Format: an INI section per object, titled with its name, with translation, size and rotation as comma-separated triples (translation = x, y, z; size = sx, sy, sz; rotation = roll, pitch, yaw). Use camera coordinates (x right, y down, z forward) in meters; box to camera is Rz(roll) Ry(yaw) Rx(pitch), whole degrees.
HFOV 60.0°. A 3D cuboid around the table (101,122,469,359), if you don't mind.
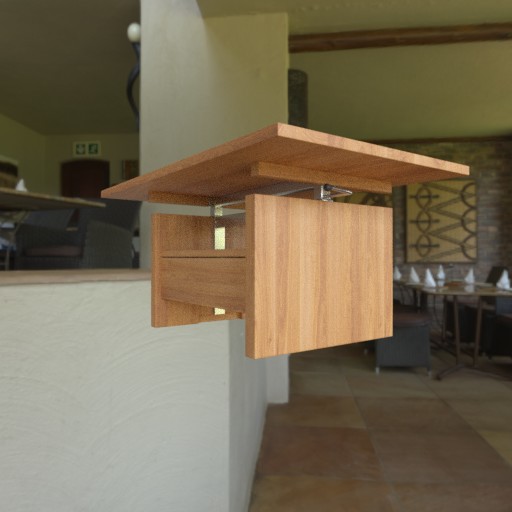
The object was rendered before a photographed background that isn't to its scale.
[table]
translation = 0.000, 0.000, 1.498
size = 0.700, 0.510, 1.100
rotation = 0, 0, -36
